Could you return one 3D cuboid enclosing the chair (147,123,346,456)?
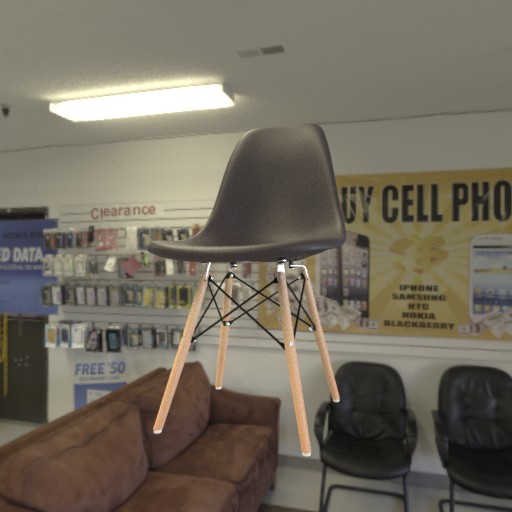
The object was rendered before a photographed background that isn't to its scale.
[{"bbox_3d":[0.000,0.000,1.163,0.470,0.825,0.533,0,0,19],"label":"chair"}]
